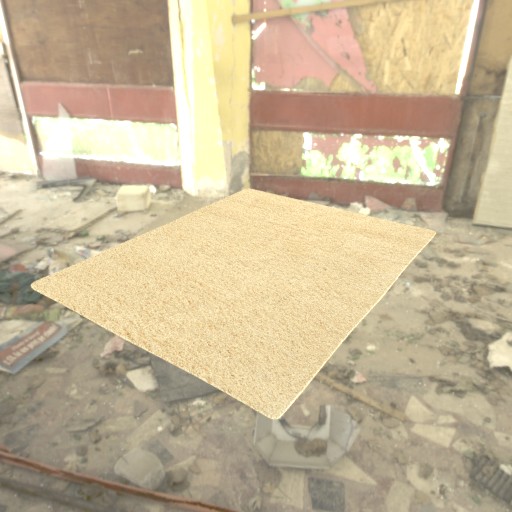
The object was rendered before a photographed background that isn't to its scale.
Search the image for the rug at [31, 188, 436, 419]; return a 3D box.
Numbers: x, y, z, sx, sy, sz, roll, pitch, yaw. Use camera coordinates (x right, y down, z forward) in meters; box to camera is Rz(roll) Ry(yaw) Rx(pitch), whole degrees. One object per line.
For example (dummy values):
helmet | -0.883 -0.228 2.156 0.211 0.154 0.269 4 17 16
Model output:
rug | 0.000 0.000 4.053 2.401 0.025 3.001 18 32 31
